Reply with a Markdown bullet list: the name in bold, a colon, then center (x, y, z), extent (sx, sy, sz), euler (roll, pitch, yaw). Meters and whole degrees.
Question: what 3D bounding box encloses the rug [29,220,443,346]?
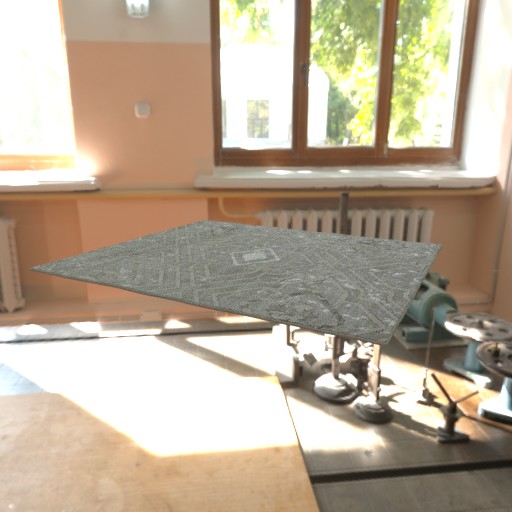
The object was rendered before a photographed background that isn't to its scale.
- **rug**: center (0.000, 0.000, 0.886), extent (0.639, 0.006, 0.548), euler (8, 17, 27)
